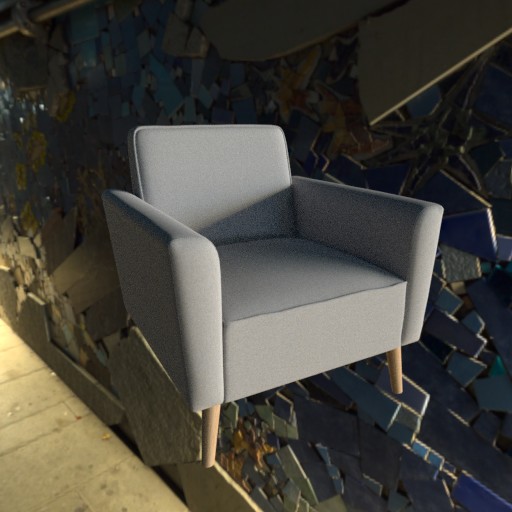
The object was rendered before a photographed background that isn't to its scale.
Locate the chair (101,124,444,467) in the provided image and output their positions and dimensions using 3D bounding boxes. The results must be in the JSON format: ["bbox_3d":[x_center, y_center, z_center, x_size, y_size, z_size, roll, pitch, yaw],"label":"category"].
[{"bbox_3d":[0.000,0.000,1.386,0.780,0.780,0.750,-9,19,-27],"label":"chair"}]
